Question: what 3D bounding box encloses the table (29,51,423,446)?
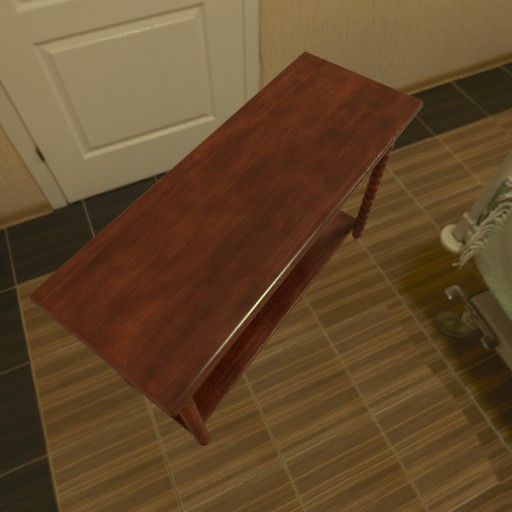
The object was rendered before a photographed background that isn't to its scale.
[{"bbox_3d":[0.000,0.000,1.523,0.459,0.740,1.184,32,63,18],"label":"table"}]
